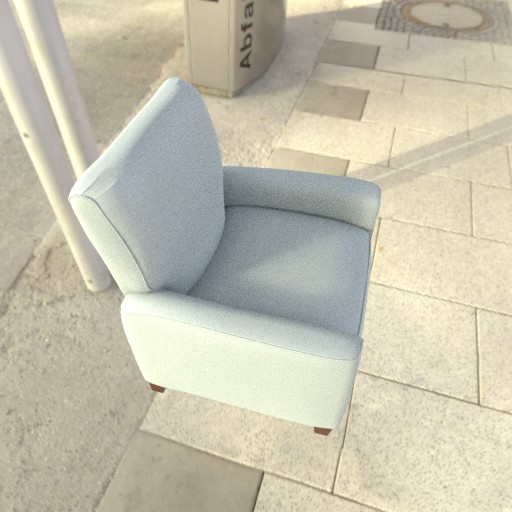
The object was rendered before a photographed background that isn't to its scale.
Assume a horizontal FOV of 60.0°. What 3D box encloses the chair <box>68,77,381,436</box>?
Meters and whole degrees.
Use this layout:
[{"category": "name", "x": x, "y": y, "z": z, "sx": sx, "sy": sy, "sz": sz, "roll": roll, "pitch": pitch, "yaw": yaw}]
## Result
[{"category": "chair", "x": 0.000, "y": 0.000, "z": 1.621, "sx": 0.846, "sy": 1.007, "sz": 0.853, "roll": 11, "pitch": 48, "yaw": 10}]
